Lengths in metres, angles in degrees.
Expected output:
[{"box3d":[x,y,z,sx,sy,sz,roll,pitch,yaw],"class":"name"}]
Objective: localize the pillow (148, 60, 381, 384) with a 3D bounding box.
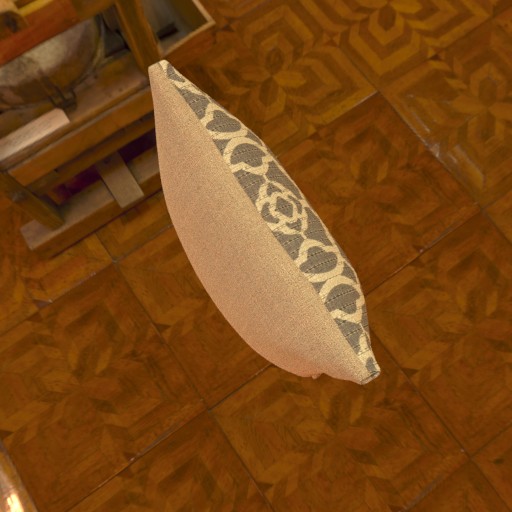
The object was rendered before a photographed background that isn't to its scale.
[{"box3d":[0.000,0.000,0.794,0.215,0.498,0.508,-32,78,-8],"class":"pillow"}]
